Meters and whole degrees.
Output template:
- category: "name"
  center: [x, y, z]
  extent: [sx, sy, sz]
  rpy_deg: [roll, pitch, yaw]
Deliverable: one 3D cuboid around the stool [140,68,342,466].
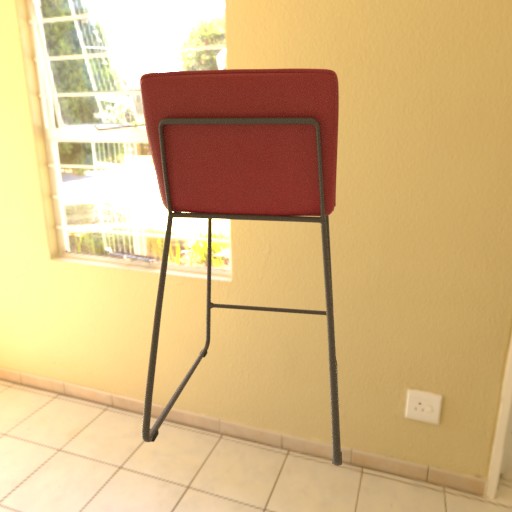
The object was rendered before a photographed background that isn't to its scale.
- category: "stool"
  center: [0.000, 0.000, 1.178]
  extent: [0.489, 0.866, 0.524]
  rpy_deg: [3, 16, 10]
